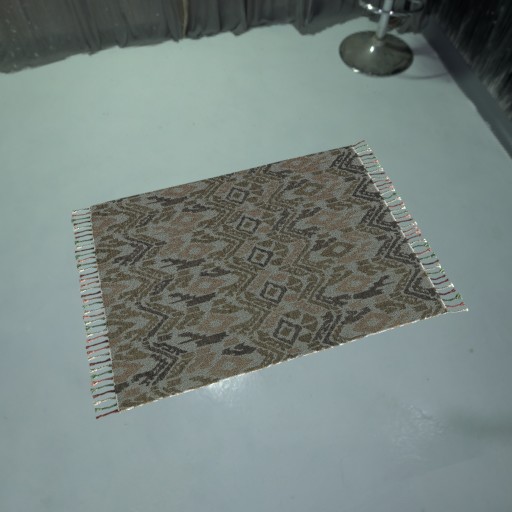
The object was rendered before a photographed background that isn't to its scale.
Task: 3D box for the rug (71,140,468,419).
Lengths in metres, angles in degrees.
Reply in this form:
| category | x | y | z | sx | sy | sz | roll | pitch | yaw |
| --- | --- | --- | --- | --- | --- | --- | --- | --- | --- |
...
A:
| category | x | y | z | sx | sy | sz | roll | pitch | yaw |
| --- | --- | --- | --- | --- | --- | --- | --- | --- | --- |
| rug | 0.000 | 0.000 | 2.345 | 1.829 | 0.008 | 1.219 | -15 | 60 | -9 |
